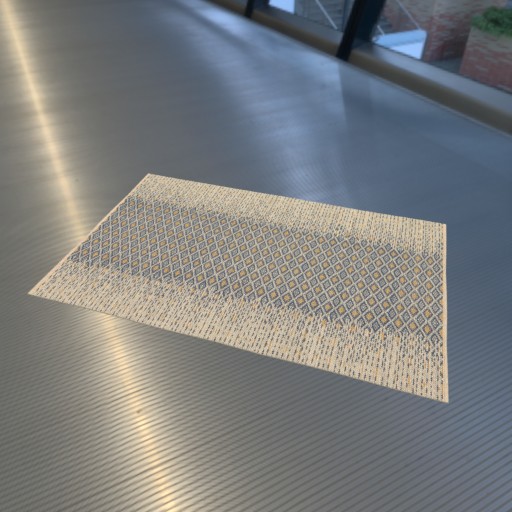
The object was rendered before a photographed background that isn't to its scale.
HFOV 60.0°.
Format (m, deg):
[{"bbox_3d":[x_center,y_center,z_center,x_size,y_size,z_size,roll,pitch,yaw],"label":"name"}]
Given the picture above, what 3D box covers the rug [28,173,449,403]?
[{"bbox_3d":[0.000,0.000,2.988,2.448,0.008,1.541,12,41,13],"label":"rug"}]
